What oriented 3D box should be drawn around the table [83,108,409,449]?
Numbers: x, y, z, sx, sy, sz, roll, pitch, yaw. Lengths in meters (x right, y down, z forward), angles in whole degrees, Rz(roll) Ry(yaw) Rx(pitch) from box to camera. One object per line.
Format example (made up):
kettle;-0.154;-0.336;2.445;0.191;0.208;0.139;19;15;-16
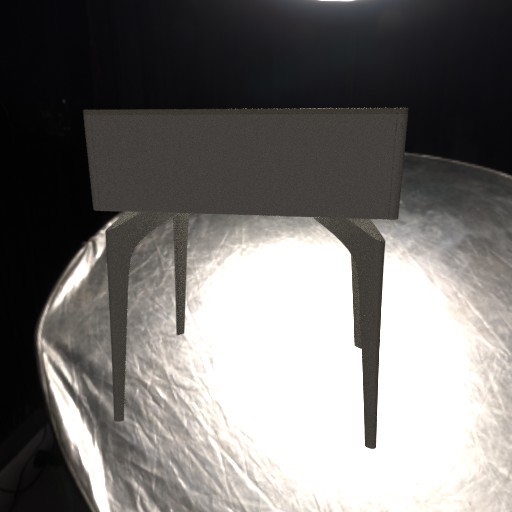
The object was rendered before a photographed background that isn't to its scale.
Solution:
table;0.000;0.000;0.924;0.500;0.570;0.400;3;17;9
